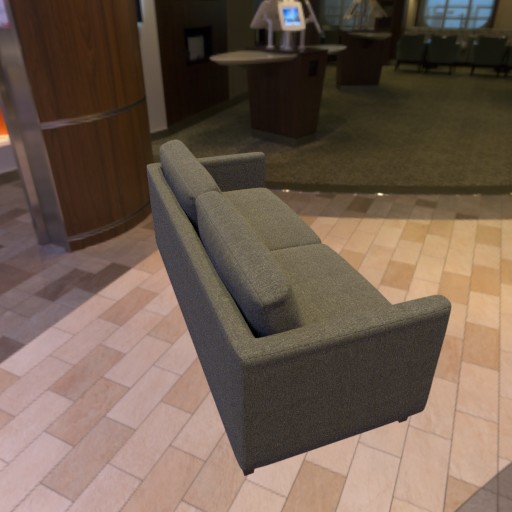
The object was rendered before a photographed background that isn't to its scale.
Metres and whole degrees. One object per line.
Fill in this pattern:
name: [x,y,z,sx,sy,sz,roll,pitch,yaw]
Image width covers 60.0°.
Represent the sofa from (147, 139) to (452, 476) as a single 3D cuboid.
sofa: [0.000,0.000,2.664,0.948,0.965,2.208,-11,32,-17]
